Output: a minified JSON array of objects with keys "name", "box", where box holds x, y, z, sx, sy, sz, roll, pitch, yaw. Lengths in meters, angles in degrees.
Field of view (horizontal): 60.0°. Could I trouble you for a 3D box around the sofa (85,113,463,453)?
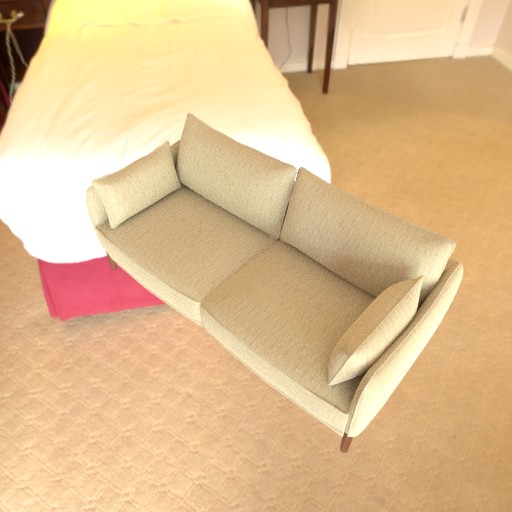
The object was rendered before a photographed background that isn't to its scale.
[{"name":"sofa","box":[0.000,0.000,2.535,1.989,0.860,0.991,32,54,27]}]
